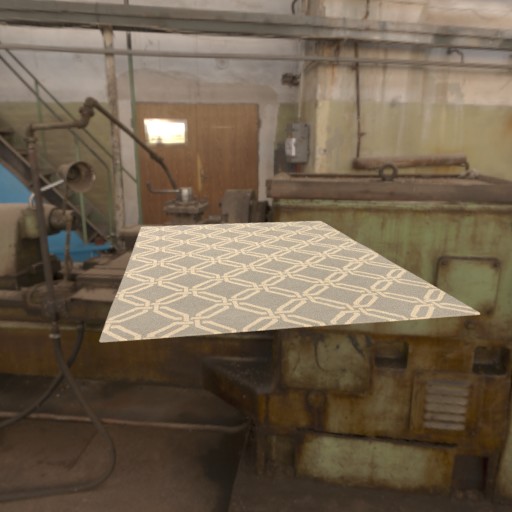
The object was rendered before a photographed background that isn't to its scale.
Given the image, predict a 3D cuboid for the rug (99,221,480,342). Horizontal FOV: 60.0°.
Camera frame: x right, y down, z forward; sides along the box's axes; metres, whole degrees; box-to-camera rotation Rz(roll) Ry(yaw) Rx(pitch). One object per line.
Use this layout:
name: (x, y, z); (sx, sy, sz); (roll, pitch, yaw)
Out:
rug: (0.000, 0.000, 2.722); (1.522, 0.013, 2.133); (-3, 15, -10)
